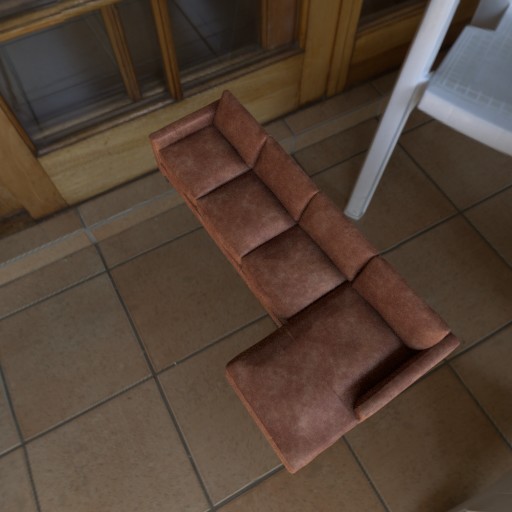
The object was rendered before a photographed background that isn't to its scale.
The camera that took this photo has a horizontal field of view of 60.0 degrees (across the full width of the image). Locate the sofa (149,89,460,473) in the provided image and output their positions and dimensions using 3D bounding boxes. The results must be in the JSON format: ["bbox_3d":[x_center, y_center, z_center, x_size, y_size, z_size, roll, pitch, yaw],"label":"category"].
[{"bbox_3d":[0.000,0.000,3.688,1.471,0.859,2.993,-32,67,-15],"label":"sofa"}]
